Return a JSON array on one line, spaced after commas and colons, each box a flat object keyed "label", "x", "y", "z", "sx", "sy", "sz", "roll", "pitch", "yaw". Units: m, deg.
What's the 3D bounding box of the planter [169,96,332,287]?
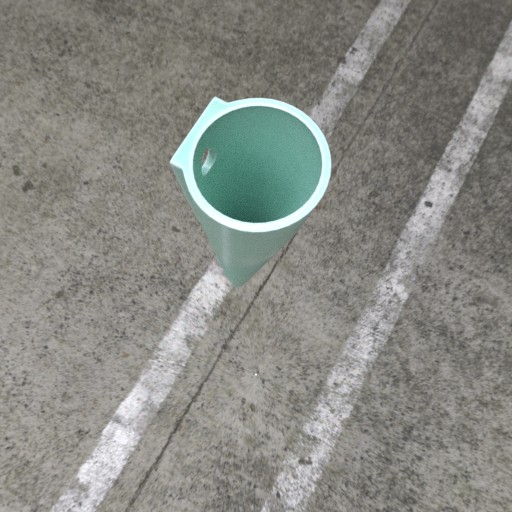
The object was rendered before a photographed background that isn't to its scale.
[{"label": "planter", "x": 0.000, "y": 0.000, "z": 0.290, "sx": 0.055, "sy": 0.268, "sz": 0.054, "roll": 29, "pitch": 77, "yaw": 7}]
